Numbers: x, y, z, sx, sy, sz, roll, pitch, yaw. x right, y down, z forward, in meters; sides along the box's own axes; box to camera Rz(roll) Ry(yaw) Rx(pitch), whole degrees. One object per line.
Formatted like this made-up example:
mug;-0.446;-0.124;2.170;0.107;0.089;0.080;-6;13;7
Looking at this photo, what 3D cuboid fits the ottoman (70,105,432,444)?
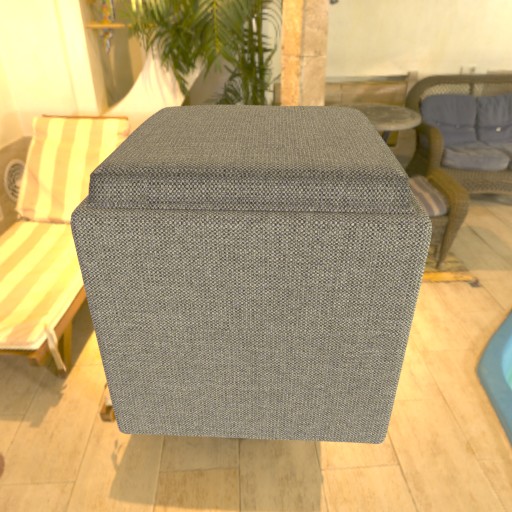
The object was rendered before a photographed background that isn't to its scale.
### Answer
ottoman;0.000;0.000;0.814;0.454;0.487;0.436;1;31;2
